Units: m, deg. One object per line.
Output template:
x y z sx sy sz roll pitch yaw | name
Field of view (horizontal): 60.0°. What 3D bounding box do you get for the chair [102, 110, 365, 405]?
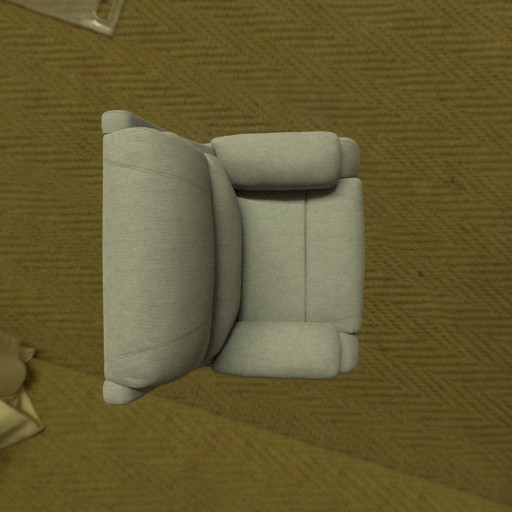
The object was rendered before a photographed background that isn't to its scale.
0.000 0.000 1.691 0.899 1.011 0.930 0 91 0 | chair
